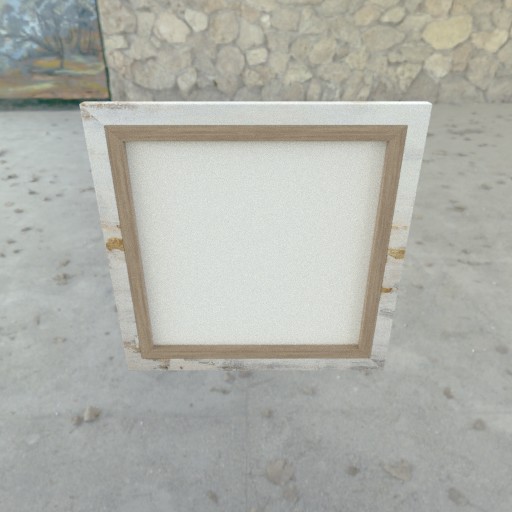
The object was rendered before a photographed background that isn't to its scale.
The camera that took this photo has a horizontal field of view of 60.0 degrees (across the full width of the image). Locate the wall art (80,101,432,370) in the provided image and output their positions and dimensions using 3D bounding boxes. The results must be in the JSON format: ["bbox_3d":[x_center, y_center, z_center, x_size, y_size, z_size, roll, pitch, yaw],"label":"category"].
[{"bbox_3d":[0.000,0.000,1.535,1.015,1.018,0.040,0,29,0],"label":"wall art"}]
